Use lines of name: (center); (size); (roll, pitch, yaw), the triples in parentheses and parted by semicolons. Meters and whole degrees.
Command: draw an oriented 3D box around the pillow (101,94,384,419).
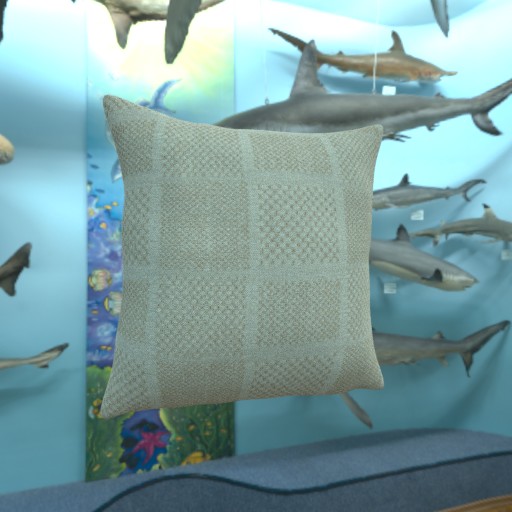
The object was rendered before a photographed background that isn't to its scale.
pillow: (0.000, 0.000, 0.660); (0.436, 0.432, 0.138); (0, 0, -18)
